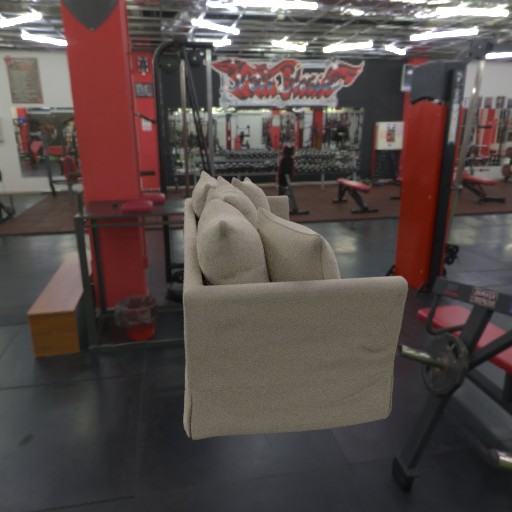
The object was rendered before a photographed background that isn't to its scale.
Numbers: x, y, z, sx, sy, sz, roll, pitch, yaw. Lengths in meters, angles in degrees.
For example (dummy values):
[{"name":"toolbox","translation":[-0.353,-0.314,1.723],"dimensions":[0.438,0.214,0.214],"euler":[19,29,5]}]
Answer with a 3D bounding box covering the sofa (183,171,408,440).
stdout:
[{"name":"sofa","translation":[0.000,0.000,3.121],"dimensions":[1.046,1.047,2.499],"euler":[-2,17,-8]}]
